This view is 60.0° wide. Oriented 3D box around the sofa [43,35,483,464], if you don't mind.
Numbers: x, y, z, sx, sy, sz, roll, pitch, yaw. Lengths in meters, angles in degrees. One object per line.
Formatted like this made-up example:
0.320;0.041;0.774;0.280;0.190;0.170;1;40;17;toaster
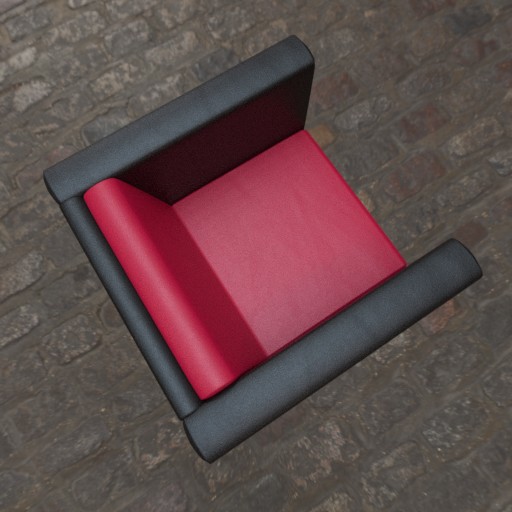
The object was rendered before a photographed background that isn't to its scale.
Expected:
0.000;0.000;1.433;0.809;0.724;0.839;-32;77;-8;sofa
